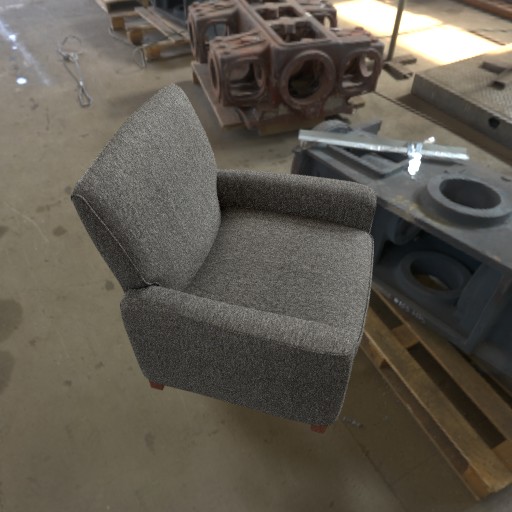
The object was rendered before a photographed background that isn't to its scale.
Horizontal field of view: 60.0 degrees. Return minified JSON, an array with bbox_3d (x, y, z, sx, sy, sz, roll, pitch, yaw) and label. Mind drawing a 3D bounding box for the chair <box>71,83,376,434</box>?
[{"bbox_3d":[0.000,0.000,1.650,0.864,1.014,0.848,11,47,11],"label":"chair"}]
